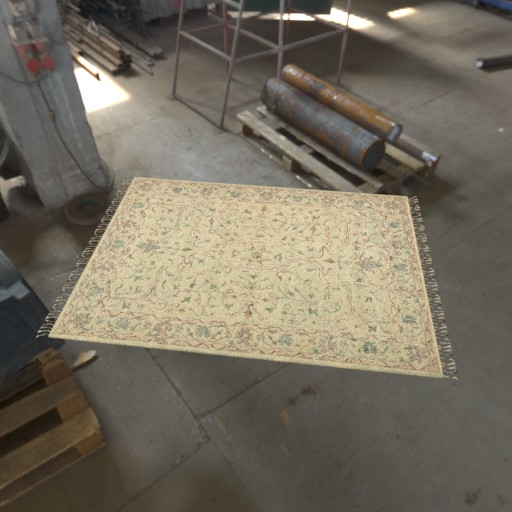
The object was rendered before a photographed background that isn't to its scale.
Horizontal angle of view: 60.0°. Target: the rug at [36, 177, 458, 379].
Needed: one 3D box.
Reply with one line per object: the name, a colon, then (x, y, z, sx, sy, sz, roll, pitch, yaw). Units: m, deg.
rug: (0.000, 0.000, 2.301, 1.802, 0.008, 1.247, 5, 45, 5)
